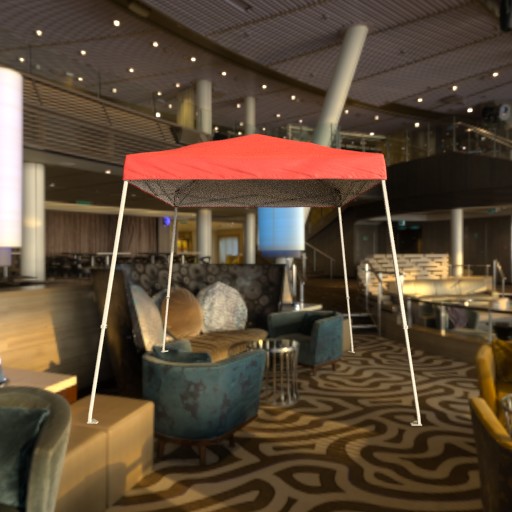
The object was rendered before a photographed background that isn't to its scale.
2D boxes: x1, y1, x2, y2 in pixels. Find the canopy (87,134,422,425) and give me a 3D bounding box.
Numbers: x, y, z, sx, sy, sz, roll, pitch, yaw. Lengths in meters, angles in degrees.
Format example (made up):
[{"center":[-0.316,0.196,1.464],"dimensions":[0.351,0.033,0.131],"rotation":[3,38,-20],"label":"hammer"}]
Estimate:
[{"center":[0.000,0.000,6.546],"dimensions":[3.600,3.600,3.599],"rotation":[0,0,1],"label":"canopy"}]
